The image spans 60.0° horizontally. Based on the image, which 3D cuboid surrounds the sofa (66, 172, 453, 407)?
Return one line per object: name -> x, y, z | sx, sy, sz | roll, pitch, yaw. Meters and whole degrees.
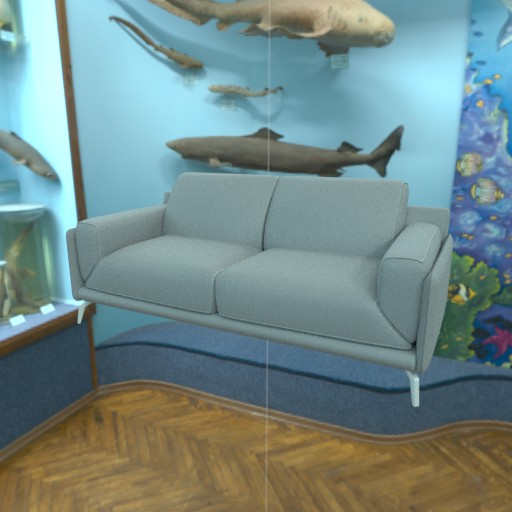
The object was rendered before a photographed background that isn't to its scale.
sofa -> 0.000, 0.000, 2.623 | 2.100, 0.900, 0.969 | 7, 16, 26
